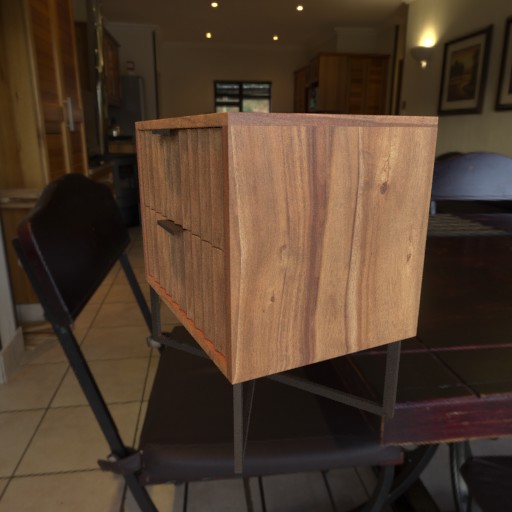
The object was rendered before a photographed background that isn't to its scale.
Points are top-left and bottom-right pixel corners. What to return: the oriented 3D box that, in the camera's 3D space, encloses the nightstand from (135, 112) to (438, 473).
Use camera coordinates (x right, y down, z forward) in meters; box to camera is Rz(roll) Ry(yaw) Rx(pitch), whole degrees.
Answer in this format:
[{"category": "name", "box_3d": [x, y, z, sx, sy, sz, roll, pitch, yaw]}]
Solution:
[{"category": "nightstand", "box_3d": [0.000, 0.000, 1.048, 0.427, 0.615, 0.613, -8, 17, -26]}]
